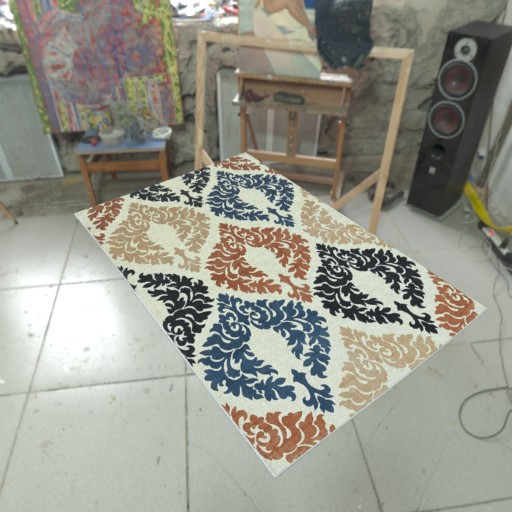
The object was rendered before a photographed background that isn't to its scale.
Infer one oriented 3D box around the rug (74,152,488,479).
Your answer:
[{"bbox_3d":[0.000,0.000,2.788,1.514,0.014,2.275,-26,47,-27],"label":"rug"}]
